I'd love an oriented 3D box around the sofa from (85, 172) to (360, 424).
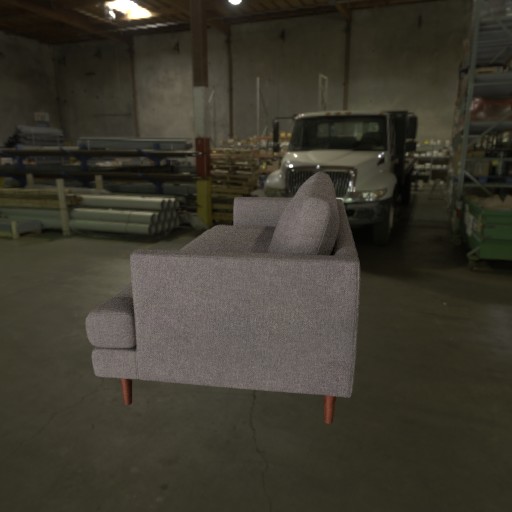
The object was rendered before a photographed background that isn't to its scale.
[{"bbox_3d":[0.000,0.000,2.526,1.020,0.868,1.948,2,14,9],"label":"sofa"}]
